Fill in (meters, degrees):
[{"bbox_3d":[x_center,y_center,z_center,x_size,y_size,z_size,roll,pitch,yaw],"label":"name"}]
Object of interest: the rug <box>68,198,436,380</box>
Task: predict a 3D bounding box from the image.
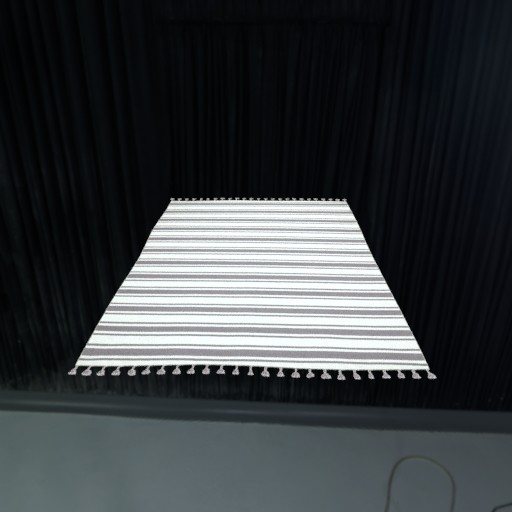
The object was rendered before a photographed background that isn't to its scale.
[{"bbox_3d":[0.000,0.000,3.786,2.030,0.017,3.040,0,26,1],"label":"rug"}]
